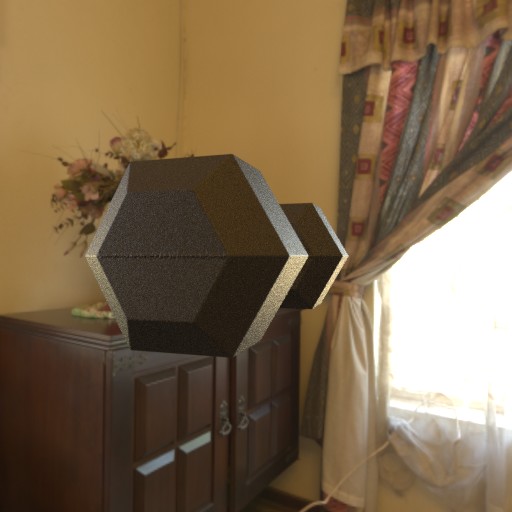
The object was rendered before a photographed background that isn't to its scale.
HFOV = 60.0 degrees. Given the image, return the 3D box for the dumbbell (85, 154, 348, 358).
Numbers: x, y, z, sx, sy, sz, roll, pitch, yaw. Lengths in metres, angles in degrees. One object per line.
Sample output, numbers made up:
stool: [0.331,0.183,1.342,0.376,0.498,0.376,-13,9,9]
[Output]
dumbbell: [0.000,0.000,0.350,0.116,0.101,0.297,0,0,18]
